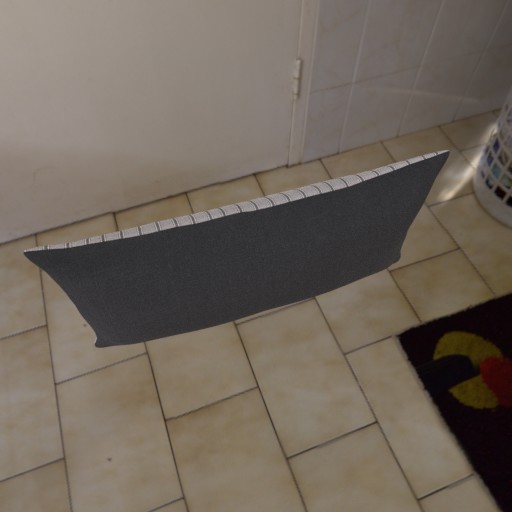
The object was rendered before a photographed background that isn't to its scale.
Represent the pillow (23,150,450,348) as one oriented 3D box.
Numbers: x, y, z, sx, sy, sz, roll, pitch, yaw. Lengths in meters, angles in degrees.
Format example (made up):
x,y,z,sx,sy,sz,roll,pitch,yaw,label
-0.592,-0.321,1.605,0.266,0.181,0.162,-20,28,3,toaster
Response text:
x,y,z,sx,sy,sz,roll,pitch,yaw,label
0.000,0.000,0.727,0.609,0.305,0.151,-15,59,-10,pillow
